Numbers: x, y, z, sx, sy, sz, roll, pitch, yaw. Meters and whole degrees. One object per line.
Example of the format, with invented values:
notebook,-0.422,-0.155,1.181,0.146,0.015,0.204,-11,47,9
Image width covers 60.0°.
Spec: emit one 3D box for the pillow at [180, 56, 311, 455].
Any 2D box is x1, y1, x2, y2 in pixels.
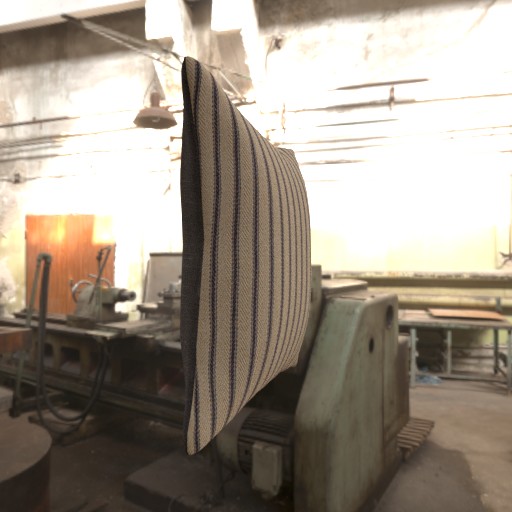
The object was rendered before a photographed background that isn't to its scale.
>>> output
pillow,0.000,0.000,0.699,0.138,0.444,0.468,0,-1,19
